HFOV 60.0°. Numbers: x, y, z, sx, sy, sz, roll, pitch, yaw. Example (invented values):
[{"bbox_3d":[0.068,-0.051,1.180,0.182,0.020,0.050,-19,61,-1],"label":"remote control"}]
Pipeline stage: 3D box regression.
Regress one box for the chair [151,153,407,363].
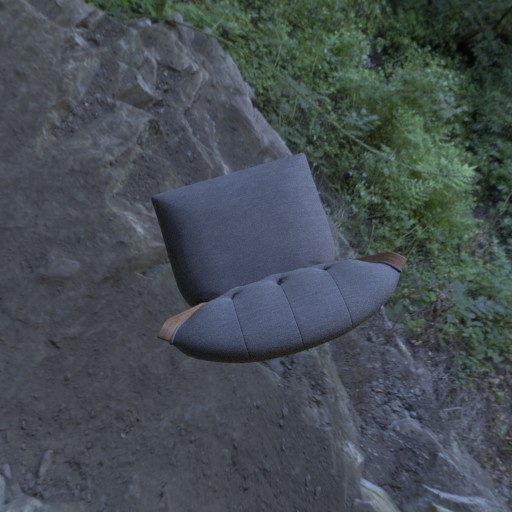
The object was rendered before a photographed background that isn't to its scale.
[{"bbox_3d":[0.000,0.000,1.279,0.513,0.905,0.584,-17,77,-4],"label":"chair"}]
